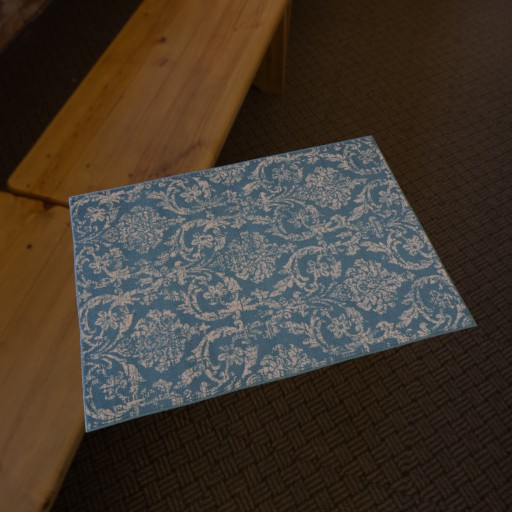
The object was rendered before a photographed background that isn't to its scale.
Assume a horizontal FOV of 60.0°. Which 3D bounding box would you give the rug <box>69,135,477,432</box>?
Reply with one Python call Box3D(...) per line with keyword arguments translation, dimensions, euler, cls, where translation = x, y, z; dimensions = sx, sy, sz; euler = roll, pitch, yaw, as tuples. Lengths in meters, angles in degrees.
Box3D(translation=(0.000, 0.000, 2.771), dimensions=(2.205, 0.012, 1.554), euler=(-13, 61, -8), cls="rug")
